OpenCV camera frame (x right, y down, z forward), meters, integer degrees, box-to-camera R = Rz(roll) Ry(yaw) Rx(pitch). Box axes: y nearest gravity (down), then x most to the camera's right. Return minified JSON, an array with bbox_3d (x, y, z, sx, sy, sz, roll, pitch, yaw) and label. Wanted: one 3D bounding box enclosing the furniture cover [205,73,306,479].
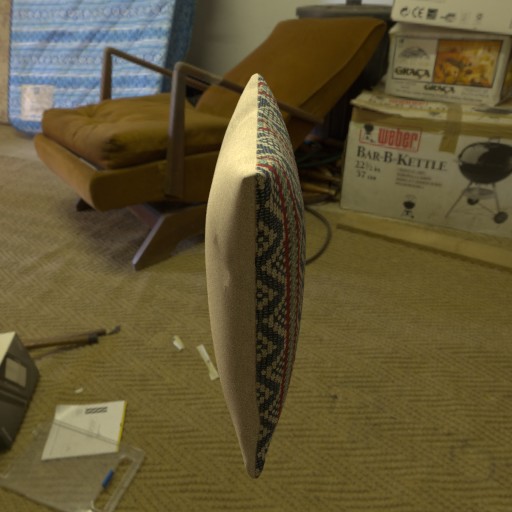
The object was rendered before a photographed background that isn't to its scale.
[{"bbox_3d":[0.000,0.000,0.653,0.139,0.431,0.431,0,33,0],"label":"furniture cover"}]
